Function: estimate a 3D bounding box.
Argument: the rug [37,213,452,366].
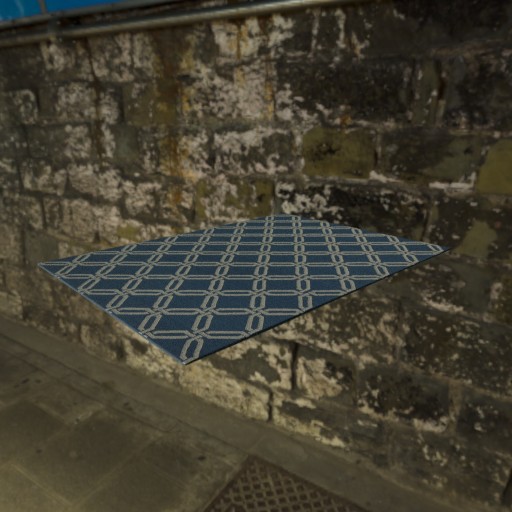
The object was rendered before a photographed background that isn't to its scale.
[{"bbox_3d":[0.000,0.000,4.392,3.342,0.018,2.432,-16,23,-41],"label":"rug"}]
